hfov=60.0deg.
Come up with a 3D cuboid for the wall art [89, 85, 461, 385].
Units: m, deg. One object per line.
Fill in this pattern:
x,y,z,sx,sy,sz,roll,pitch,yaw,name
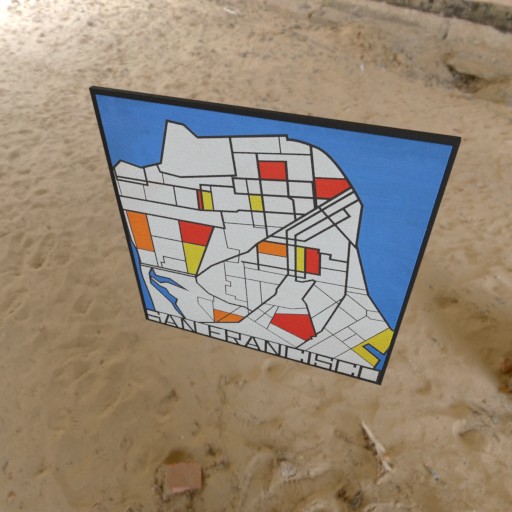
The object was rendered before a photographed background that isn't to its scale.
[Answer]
0.000,0.000,0.977,0.664,0.663,0.015,13,43,14,wall art
